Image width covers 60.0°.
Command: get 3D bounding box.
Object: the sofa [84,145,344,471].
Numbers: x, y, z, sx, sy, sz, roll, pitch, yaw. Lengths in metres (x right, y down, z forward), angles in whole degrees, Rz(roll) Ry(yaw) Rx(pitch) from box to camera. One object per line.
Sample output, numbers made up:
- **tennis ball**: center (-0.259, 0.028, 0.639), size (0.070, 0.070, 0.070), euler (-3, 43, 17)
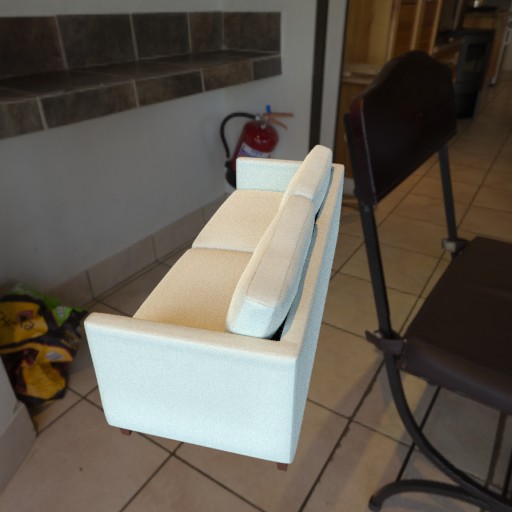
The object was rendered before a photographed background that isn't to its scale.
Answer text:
- **sofa**: center (0.000, 0.000, 2.908), size (0.948, 0.965, 2.434), euler (7, 30, 12)
